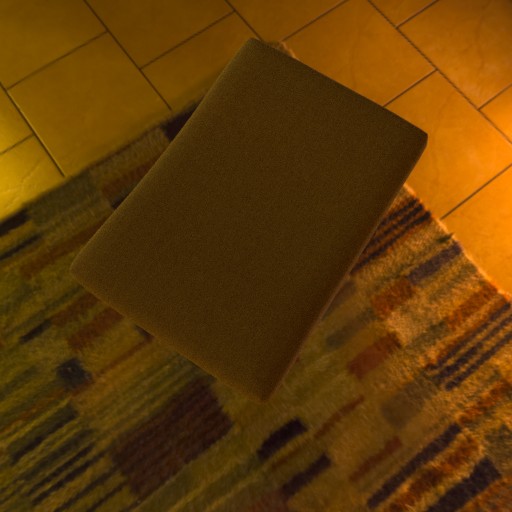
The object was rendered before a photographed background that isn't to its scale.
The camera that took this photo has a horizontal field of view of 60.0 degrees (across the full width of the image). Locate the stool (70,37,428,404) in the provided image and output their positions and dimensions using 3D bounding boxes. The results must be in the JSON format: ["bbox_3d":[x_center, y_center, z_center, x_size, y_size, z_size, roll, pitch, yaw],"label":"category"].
[{"bbox_3d":[0.000,0.000,0.948,0.356,0.660,0.508,32,77,8],"label":"stool"}]
